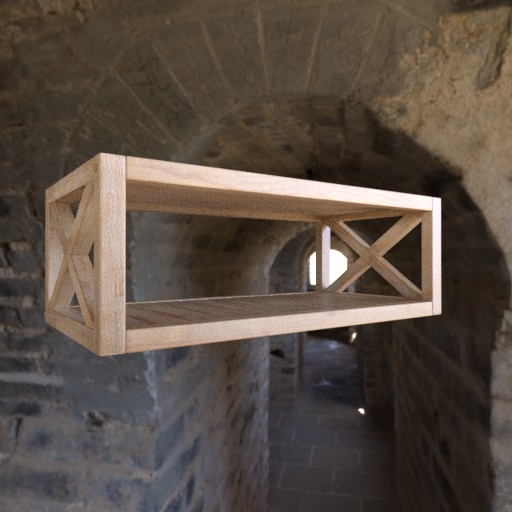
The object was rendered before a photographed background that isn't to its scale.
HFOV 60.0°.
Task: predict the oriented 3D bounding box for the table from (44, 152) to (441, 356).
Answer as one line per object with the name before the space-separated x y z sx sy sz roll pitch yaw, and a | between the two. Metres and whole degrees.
table | 0.000 0.000 1.630 1.321 0.457 0.660 0 0 -35
